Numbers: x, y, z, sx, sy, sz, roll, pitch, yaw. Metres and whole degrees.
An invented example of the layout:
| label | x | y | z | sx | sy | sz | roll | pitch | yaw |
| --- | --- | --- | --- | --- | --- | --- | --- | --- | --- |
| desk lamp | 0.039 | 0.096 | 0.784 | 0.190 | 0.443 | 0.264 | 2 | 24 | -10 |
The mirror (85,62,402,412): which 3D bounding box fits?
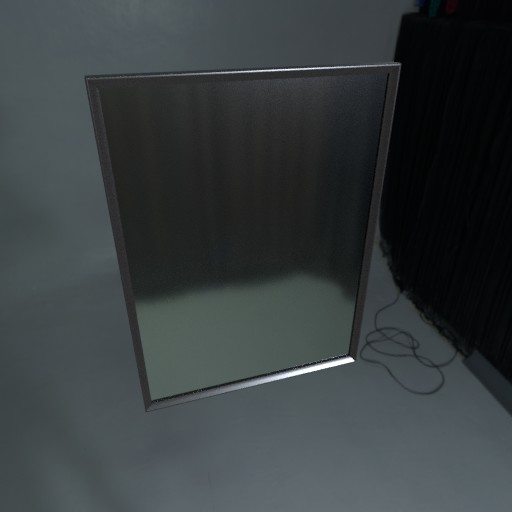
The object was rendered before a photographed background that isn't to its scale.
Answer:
| label | x | y | z | sx | sy | sz | roll | pitch | yaw |
| --- | --- | --- | --- | --- | --- | --- | --- | --- | --- |
| mirror | 0.000 | 0.000 | 1.294 | 0.762 | 1.016 | 0.041 | -9 | 32 | -15 |
